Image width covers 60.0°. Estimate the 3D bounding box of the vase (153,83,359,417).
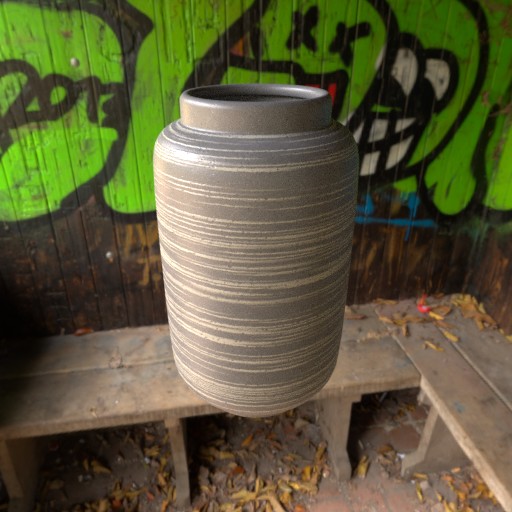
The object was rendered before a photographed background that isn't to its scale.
[{"bbox_3d":[0.000,0.000,0.711,0.297,0.499,0.297,0,27,0],"label":"vase"}]
